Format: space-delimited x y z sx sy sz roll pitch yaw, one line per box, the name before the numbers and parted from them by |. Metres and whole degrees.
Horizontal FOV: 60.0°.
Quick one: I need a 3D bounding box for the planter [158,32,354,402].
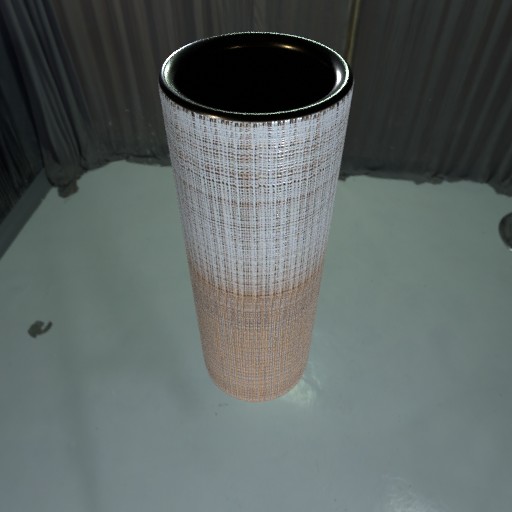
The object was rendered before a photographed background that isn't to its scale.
planter | 0.000 0.000 0.325 0.099 0.278 0.099 3 47 3
